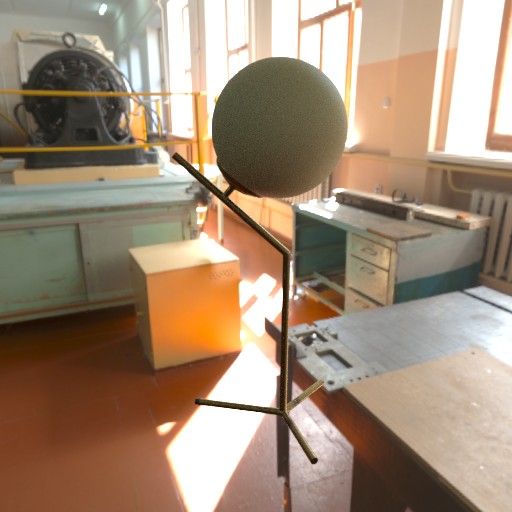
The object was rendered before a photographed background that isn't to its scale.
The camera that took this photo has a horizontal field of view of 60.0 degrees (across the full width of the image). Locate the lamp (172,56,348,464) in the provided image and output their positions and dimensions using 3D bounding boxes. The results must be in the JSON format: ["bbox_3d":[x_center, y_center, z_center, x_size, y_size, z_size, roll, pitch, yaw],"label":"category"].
[{"bbox_3d":[0.000,0.000,0.671,0.251,0.552,0.210,3,17,11],"label":"lamp"}]
